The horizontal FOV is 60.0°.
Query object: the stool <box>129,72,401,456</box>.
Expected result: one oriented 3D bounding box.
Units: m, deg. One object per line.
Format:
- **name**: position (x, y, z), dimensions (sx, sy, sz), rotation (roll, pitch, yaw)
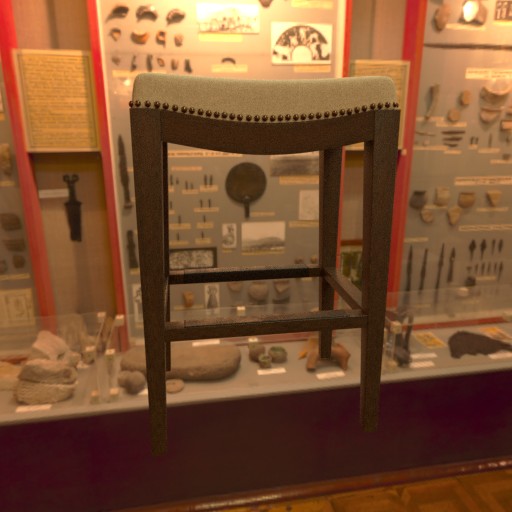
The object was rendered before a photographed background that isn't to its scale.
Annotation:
- **stool**: position (0.000, 0.000, 1.026), dimensions (0.498, 0.759, 0.358), rotation (-3, 17, -9)
